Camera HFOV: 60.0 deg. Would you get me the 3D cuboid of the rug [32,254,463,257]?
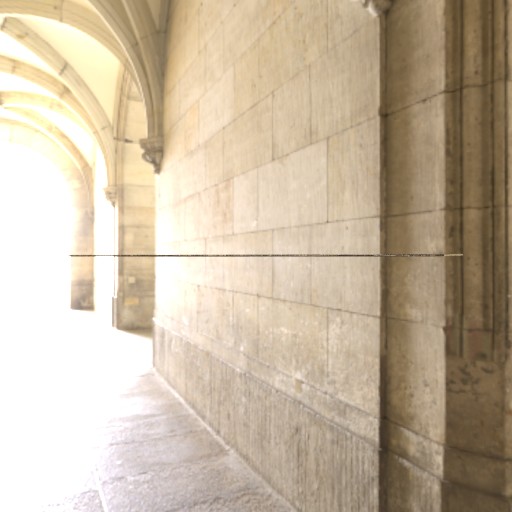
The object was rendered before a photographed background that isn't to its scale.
[{"bbox_3d":[0.000,0.000,3.073,2.440,0.010,1.529,0,0,18],"label":"rug"}]
